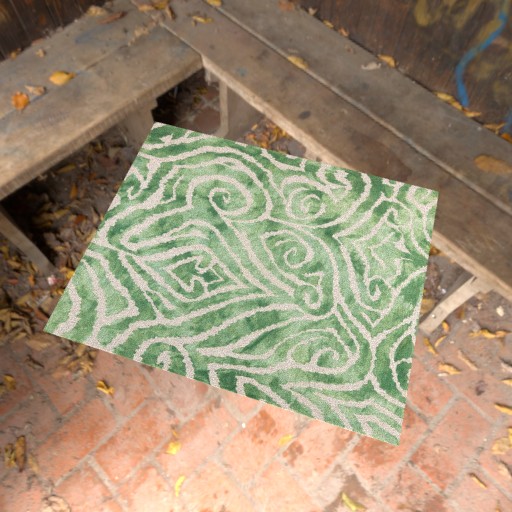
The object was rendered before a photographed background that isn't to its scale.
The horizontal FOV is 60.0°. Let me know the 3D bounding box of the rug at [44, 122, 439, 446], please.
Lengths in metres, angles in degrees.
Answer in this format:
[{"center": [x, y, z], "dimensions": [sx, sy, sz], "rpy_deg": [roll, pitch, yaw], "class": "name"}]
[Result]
[{"center": [0.000, 0.000, 4.095], "dimensions": [3.045, 0.007, 2.436], "rpy_deg": [16, 65, 7], "class": "rug"}]
